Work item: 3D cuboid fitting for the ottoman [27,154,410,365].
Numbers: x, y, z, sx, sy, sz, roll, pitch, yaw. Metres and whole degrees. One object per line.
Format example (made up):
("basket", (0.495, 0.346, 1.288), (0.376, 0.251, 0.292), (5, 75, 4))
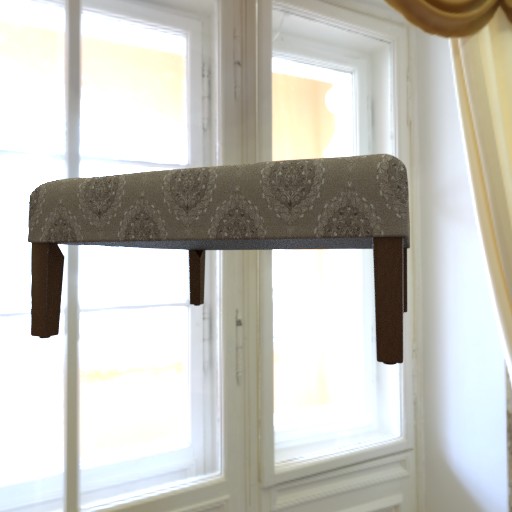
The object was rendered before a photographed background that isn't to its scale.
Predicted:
("ottoman", (0.000, 0.000, 1.356), (0.889, 0.411, 0.890), (0, -1, 19))
